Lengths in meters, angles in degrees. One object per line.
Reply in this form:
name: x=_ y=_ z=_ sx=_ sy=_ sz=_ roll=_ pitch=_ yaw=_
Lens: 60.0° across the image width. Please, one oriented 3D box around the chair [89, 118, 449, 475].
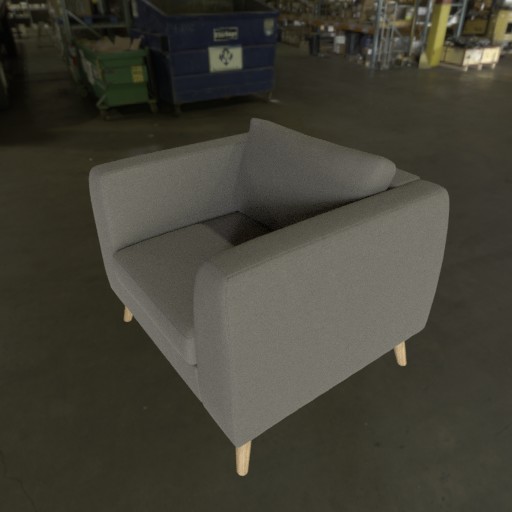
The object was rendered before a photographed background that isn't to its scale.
chair: x=0.000 y=0.000 z=1.700 sx=0.930 sy=0.860 sz=1.000 roll=-21 pitch=37 yaw=-30
